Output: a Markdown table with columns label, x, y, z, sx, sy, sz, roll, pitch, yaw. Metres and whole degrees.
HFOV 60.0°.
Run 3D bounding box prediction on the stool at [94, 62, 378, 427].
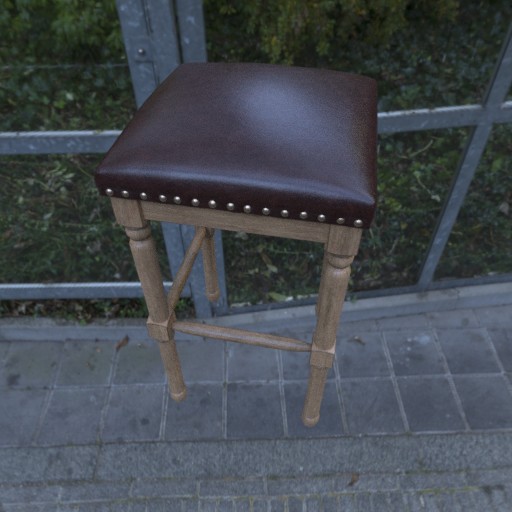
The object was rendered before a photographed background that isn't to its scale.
| label | x | y | z | sx | sy | sz | roll | pitch | yaw |
| --- | --- | --- | --- | --- | --- | --- | --- | --- | --- |
| stool | 0.000 | 0.000 | 0.912 | 0.382 | 0.702 | 0.383 | 8 | 45 | 8 |
